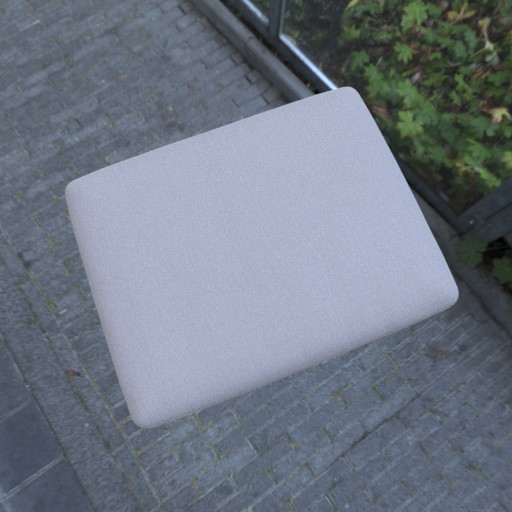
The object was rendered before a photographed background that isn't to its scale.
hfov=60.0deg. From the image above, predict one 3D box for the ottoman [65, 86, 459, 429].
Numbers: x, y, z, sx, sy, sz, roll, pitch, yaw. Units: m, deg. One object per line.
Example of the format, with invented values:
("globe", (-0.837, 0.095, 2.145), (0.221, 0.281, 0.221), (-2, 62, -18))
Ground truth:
("ottoman", (0.000, 0.000, 1.146), (0.771, 0.420, 0.606), (-21, 76, -5))
